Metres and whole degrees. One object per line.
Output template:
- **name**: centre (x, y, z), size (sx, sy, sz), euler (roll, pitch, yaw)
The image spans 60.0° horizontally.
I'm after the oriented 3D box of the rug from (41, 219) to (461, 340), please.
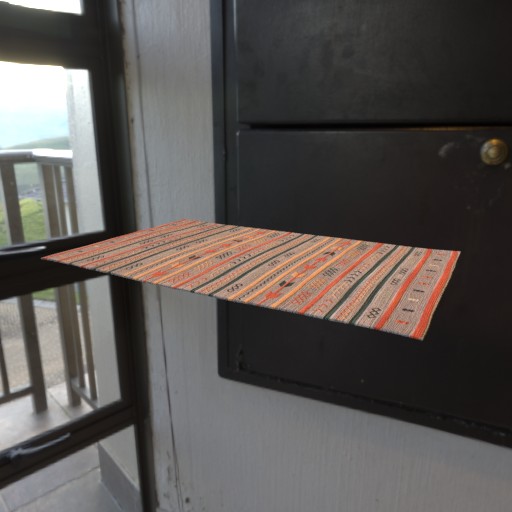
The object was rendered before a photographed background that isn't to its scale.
- **rug**: centre (0.000, 0.000, 3.037), size (2.439, 0.029, 1.537), euler (9, 18, 28)
